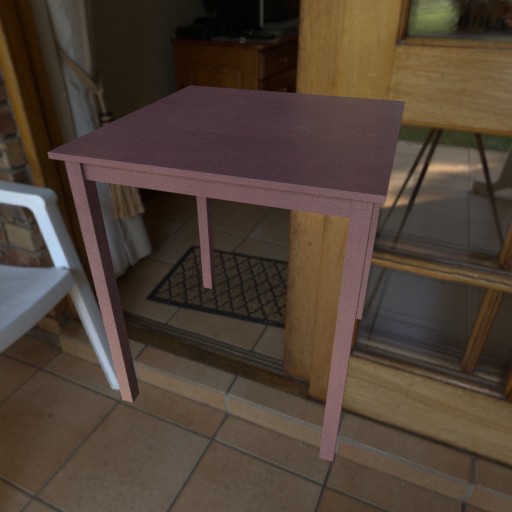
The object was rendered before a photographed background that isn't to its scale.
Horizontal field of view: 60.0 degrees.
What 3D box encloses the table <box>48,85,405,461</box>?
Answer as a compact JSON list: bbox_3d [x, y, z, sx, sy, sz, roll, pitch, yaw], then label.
[{"bbox_3d":[0.000,0.000,1.653,0.861,0.991,0.861,10,34,15],"label":"table"}]
